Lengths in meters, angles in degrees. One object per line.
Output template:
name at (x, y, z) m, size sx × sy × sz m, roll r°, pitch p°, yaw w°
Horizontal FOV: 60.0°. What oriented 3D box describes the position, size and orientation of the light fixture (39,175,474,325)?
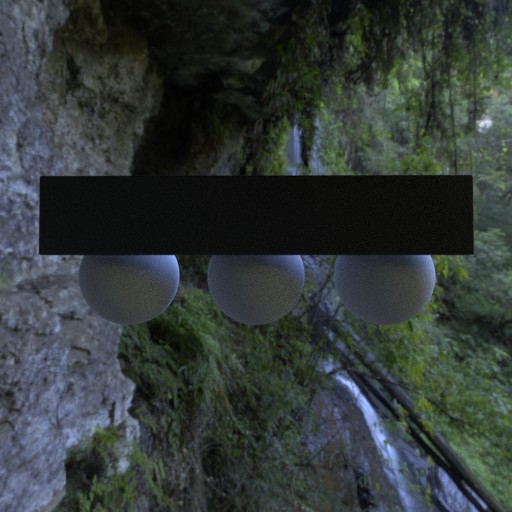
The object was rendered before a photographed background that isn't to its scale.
light fixture at (0.000, 0.000, 0.840) m, size 0.721 × 0.263 × 0.218 m, roll 0°, pitch -1°, yaw 1°
